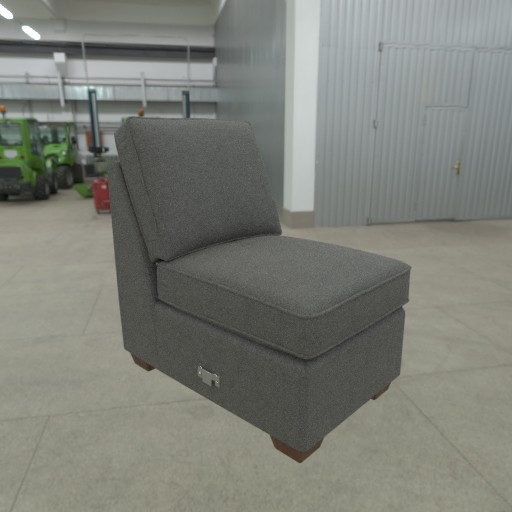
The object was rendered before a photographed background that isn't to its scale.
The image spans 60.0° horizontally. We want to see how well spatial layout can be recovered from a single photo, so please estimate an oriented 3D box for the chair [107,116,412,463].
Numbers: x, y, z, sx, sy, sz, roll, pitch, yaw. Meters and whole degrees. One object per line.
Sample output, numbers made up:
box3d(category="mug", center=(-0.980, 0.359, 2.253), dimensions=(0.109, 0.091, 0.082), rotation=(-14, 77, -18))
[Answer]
box3d(category="chair", center=(0.000, 0.000, 1.599), dimensions=(0.938, 0.970, 0.621), rotation=(14, 20, 41))
